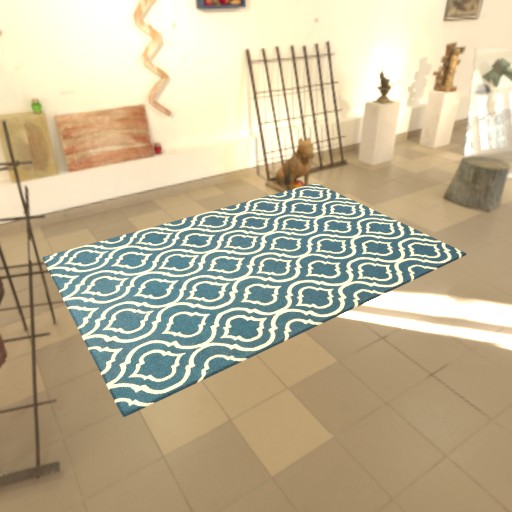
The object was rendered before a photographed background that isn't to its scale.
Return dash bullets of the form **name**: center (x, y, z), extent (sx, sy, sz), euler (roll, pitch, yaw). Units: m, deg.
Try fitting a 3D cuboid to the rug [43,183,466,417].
- **rug**: center (0.000, 0.000, 2.182), extent (1.753, 0.010, 1.143), euler (-19, 36, -29)
